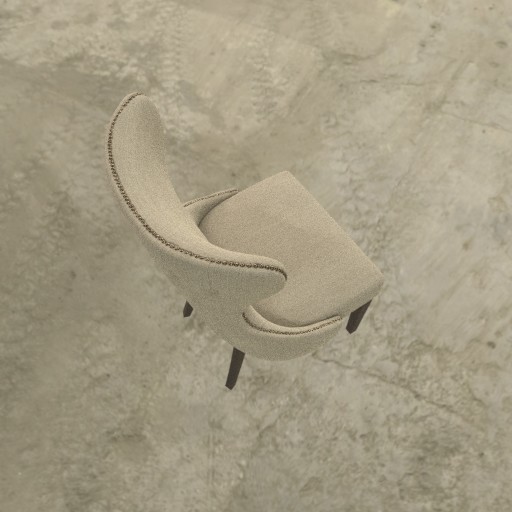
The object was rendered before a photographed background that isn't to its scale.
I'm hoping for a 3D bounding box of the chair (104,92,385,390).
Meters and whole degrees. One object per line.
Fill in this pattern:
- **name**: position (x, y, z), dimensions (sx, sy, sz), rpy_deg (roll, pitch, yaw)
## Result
- **chair**: position (0.000, 0.000, 1.360), dimensions (0.635, 0.967, 0.628), rpy_deg (-29, 63, -17)
